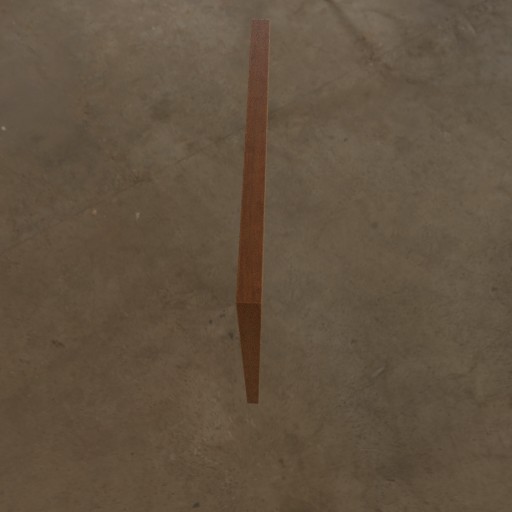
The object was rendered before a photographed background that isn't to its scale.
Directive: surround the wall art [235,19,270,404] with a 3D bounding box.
[{"bbox_3d":[0.000,0.000,1.165,0.037,0.914,0.610,2,63,1],"label":"wall art"}]
